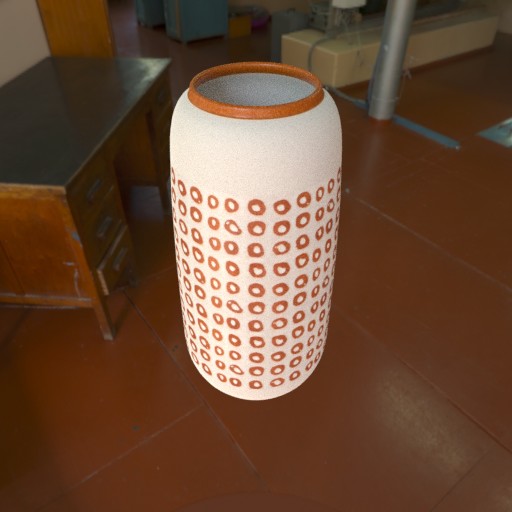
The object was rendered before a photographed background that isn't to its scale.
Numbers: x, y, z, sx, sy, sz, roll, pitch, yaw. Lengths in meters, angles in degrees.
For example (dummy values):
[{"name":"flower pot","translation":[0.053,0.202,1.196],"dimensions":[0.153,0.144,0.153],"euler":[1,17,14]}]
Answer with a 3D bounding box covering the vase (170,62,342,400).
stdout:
[{"name":"vase","translation":[0.000,0.000,0.364],"dimensions":[0.133,0.282,0.133],"euler":[0,40,0]}]
